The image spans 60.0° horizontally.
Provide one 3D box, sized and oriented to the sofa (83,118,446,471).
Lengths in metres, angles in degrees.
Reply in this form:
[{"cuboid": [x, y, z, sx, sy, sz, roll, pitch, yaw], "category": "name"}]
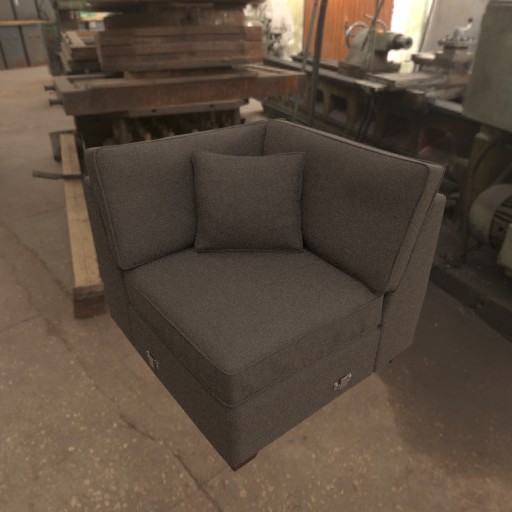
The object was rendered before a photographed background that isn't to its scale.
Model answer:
[{"cuboid": [0.000, 0.000, 1.962, 1.084, 1.002, 1.146, -21, 36, -32], "category": "sofa"}]
